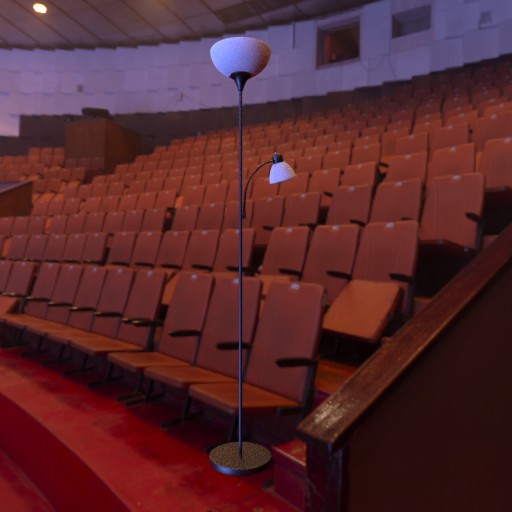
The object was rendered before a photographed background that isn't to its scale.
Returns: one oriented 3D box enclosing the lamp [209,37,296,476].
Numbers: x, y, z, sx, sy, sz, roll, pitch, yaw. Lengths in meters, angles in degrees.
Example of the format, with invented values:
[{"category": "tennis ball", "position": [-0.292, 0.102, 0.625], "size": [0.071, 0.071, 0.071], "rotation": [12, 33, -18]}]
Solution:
[{"category": "lamp", "position": [0.000, 0.000, 2.007], "size": [0.442, 1.804, 0.279], "rotation": [0, -1, -37]}]
